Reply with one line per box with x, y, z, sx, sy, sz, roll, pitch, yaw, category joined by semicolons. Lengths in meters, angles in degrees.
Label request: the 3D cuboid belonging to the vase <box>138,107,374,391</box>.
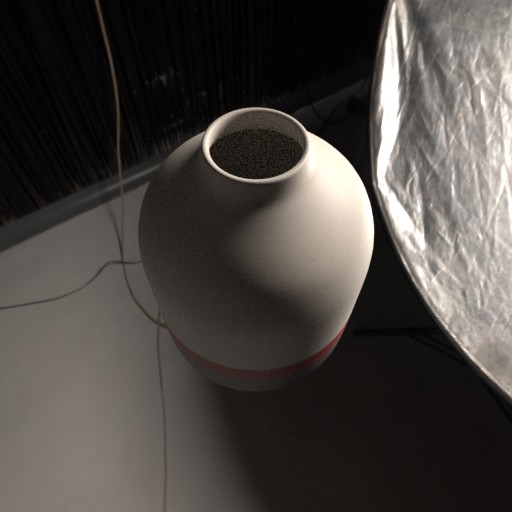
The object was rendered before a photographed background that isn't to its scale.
0.000;0.000;0.353;0.169;0.237;0.169;0;57;0;vase
